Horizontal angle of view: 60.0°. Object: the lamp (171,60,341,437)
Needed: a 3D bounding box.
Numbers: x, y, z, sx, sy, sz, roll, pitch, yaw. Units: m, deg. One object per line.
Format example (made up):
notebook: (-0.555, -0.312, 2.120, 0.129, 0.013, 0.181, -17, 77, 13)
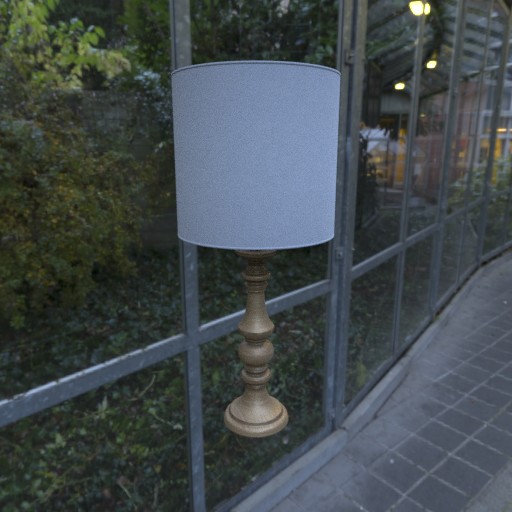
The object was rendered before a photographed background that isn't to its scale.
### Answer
lamp: (0.000, 0.000, 0.729, 0.250, 0.597, 0.250, -7, 15, -26)
